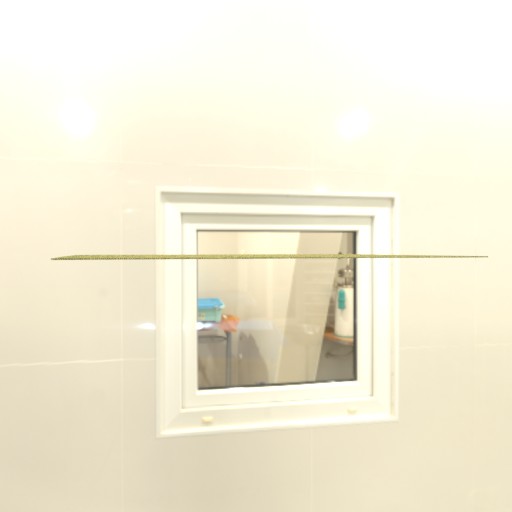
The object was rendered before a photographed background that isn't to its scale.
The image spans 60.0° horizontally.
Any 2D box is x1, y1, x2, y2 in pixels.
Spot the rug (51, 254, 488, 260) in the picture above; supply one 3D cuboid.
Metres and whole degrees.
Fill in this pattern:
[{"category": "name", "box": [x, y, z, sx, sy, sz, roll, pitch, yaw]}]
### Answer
[{"category": "rug", "box": [0.000, 0.000, 2.896, 2.297, 0.007, 1.529, 0, 1, -19]}]
